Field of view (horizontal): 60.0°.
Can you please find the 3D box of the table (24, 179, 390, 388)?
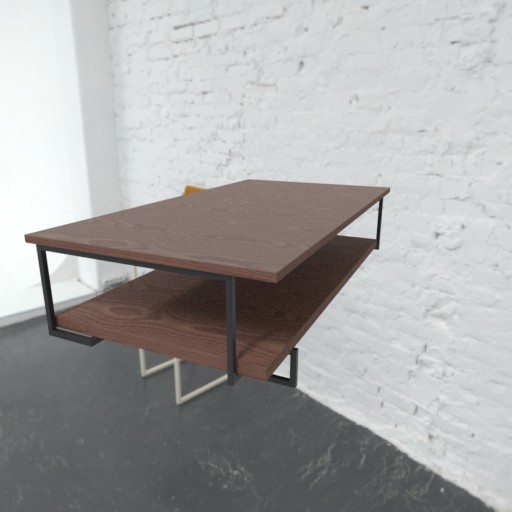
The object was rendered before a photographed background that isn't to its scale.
[{"bbox_3d":[0.000,0.000,1.485,0.651,0.347,1.197,8,18,24],"label":"table"}]
